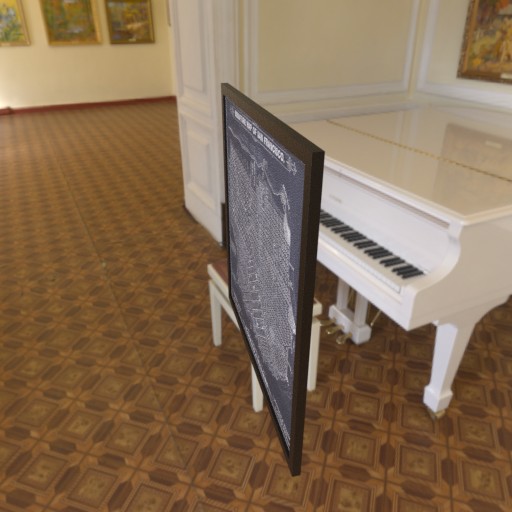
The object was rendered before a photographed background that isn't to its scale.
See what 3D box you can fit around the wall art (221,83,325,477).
[{"bbox_3d":[0.000,0.000,1.240,0.022,0.807,0.807,-7,30,-12],"label":"wall art"}]
